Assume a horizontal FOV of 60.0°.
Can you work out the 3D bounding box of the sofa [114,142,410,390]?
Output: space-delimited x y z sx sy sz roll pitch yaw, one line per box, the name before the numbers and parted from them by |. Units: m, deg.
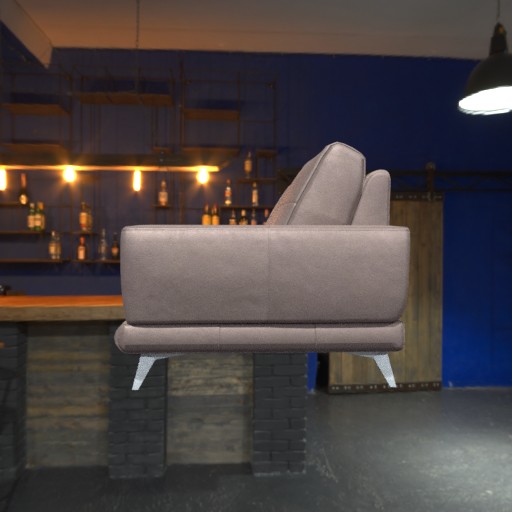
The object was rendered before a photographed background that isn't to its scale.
sofa | 0.000 0.000 2.363 1.018 0.907 1.806 0 1 -2
